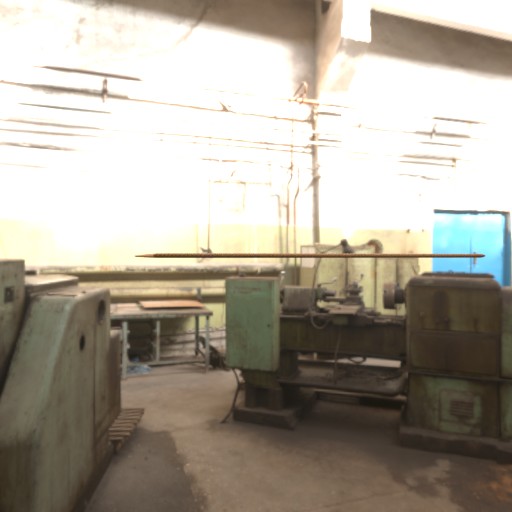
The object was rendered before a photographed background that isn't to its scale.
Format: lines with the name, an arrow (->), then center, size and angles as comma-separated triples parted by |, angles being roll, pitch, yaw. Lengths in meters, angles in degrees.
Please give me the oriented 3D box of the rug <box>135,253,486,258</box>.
rug -> 0.000, 0.000, 2.096 | 1.078, 0.013, 1.678 | 0, 0, -17
